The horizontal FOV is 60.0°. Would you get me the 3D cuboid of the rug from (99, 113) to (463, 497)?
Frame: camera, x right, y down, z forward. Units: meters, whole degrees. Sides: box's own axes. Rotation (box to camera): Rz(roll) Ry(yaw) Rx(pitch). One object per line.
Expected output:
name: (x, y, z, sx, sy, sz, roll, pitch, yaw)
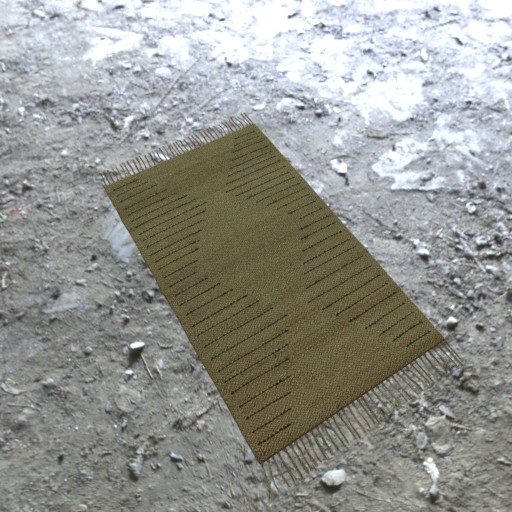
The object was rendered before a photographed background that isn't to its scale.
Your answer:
rug: (0.000, 0.000, 2.005, 0.905, 0.017, 1.718, -28, 62, -16)
